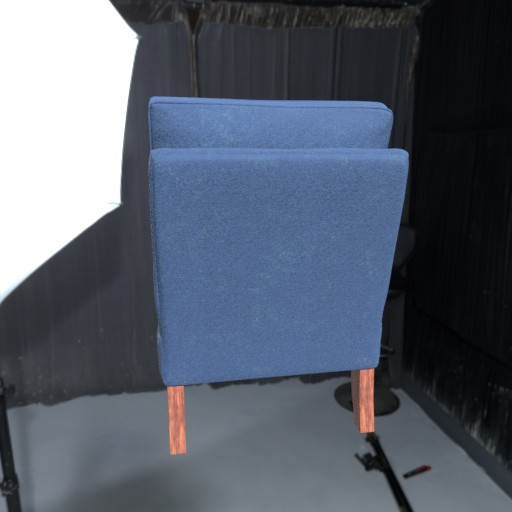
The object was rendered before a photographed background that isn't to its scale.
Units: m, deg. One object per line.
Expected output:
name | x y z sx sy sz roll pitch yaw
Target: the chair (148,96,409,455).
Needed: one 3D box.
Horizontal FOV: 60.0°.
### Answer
chair | 0.000 0.000 1.644 0.724 1.052 0.912 -2 13 -10
